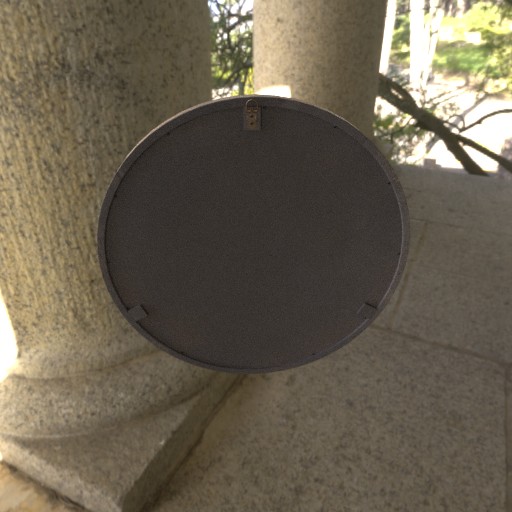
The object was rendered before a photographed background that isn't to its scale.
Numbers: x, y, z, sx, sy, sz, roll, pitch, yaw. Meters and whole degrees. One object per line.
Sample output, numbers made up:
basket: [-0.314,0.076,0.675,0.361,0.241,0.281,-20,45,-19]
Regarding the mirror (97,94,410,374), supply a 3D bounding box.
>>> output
mirror: [0.000,0.000,1.031,0.710,0.710,0.038,-2,29,-3]
